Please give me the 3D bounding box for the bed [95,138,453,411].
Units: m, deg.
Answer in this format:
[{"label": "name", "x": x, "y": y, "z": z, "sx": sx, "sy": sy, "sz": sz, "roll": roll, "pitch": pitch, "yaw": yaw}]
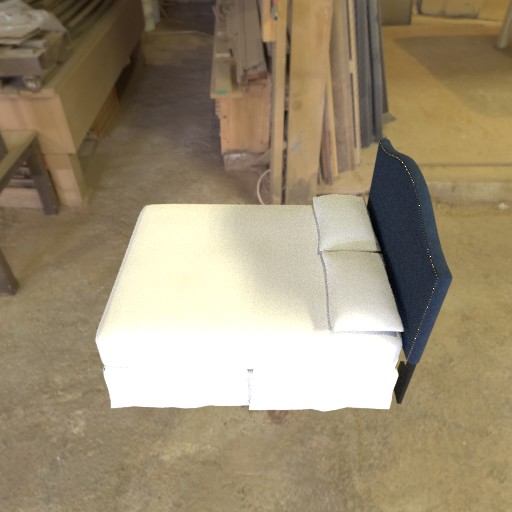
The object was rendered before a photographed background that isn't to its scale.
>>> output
[{"label": "bed", "x": 0.000, "y": 0.000, "z": 3.356, "sx": 2.153, "sy": 1.518, "sz": 1.713, "roll": 1, "pitch": 41, "yaw": 1}]
